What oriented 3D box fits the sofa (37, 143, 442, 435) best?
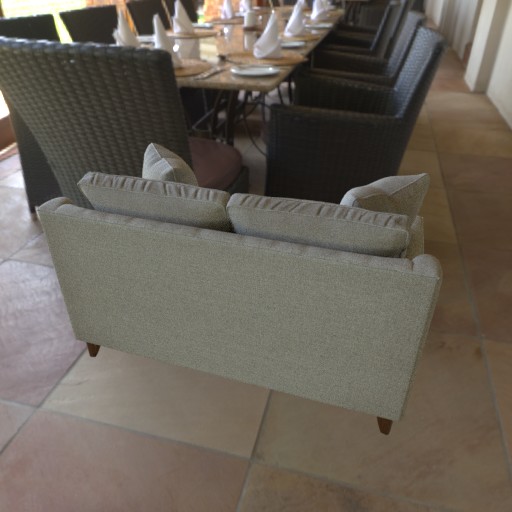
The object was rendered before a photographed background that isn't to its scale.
[{"bbox_3d":[0.000,0.000,1.983,1.422,0.863,0.915,10,34,15],"label":"sofa"}]
